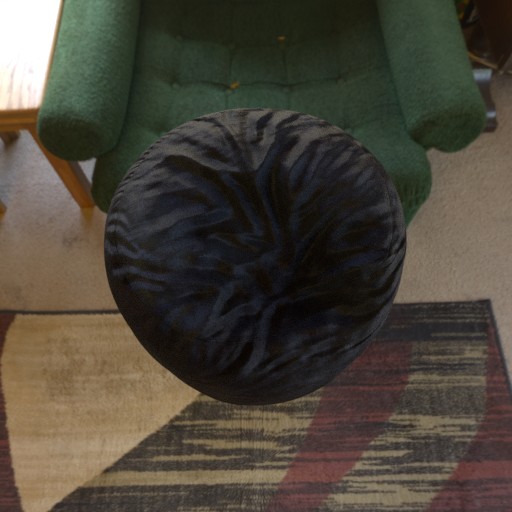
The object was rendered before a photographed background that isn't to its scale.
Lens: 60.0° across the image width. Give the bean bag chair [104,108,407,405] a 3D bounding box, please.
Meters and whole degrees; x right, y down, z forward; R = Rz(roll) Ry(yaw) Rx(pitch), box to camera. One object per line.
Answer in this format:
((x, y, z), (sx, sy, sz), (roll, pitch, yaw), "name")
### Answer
((0.000, 0.000, 1.483), (0.918, 0.616, 0.918), (0, 65, 0), "bean bag chair")
